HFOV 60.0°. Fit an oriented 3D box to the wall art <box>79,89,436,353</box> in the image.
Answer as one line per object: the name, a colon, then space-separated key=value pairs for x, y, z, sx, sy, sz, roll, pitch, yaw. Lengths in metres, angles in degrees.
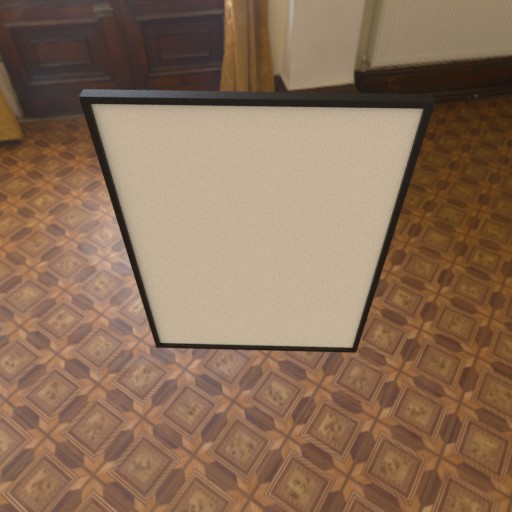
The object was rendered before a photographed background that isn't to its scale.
wall art: x=0.000 y=0.000 z=1.399 sx=0.802 sy=1.070 sz=0.036 roll=1 pitch=47 yaw=1
